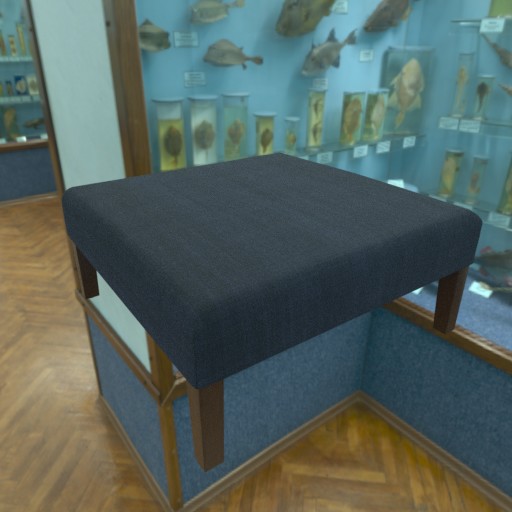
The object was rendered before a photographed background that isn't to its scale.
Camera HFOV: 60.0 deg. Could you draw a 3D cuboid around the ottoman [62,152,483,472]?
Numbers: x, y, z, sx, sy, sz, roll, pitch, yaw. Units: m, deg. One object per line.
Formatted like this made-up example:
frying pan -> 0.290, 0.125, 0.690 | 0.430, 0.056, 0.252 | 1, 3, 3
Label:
ottoman -> 0.000, 0.000, 1.359 | 0.889, 0.411, 0.890 | -17, 31, -31
